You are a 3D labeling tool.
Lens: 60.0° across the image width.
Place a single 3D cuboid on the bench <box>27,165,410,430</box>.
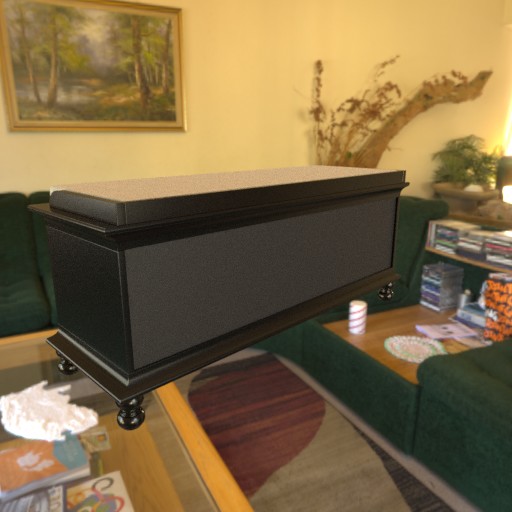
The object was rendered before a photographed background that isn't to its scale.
[{"bbox_3d":[0.000,0.000,1.406,1.185,0.501,0.402,-15,21,-43],"label":"bench"}]
